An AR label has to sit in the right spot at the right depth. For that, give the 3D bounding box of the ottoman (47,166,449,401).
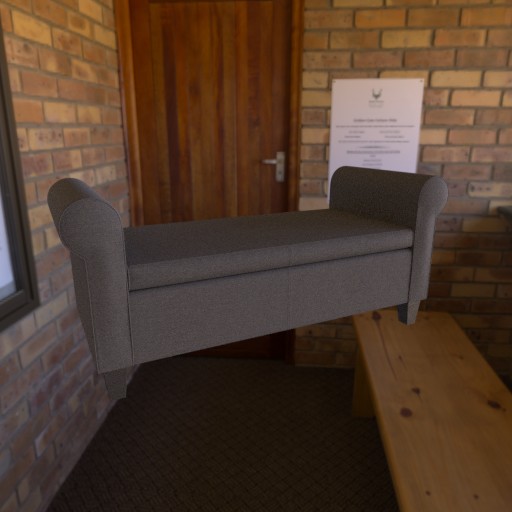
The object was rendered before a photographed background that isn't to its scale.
[{"bbox_3d":[0.000,0.000,1.543,1.256,0.547,0.521,-8,18,-26],"label":"ottoman"}]
